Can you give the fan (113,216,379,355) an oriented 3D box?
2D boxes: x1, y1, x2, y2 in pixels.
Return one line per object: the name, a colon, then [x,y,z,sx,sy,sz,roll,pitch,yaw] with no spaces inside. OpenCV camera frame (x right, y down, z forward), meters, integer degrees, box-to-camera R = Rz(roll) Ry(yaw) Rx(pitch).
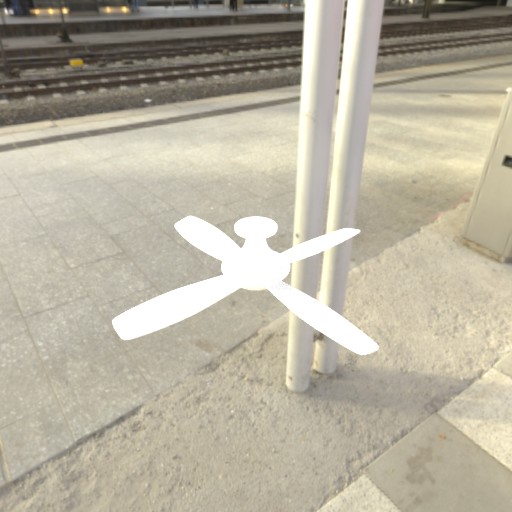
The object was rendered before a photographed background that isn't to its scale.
fan: [0.000,0.000,2.510,1.694,0.382,1.693,-22,37,-32]
